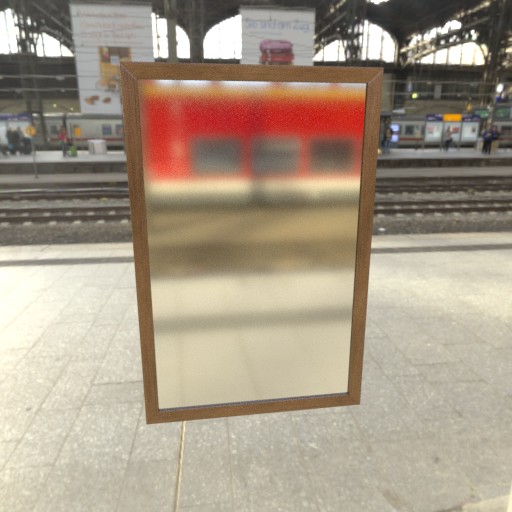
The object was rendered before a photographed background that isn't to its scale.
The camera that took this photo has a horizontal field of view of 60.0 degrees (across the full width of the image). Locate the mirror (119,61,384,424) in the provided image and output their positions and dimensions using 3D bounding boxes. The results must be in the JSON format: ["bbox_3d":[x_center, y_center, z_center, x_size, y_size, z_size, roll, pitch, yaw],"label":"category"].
[{"bbox_3d":[0.000,0.000,1.149,0.609,0.915,0.040,-2,15,-8],"label":"mirror"}]
